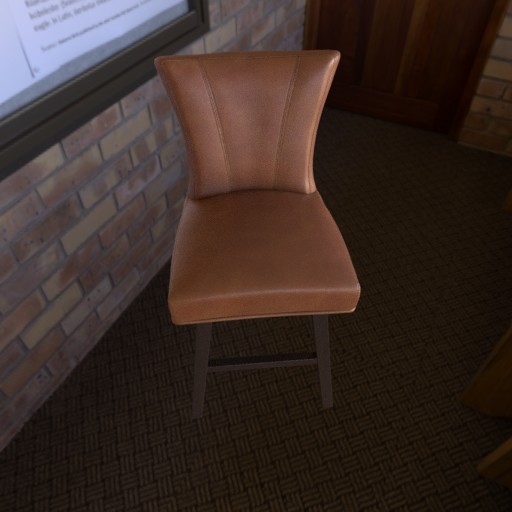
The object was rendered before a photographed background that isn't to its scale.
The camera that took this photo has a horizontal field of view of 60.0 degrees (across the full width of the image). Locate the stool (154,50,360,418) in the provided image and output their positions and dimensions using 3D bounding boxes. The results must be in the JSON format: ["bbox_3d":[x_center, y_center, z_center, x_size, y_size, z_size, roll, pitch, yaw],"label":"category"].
[{"bbox_3d":[0.000,0.000,1.429,0.522,1.094,0.585,-4,47,-3],"label":"stool"}]
